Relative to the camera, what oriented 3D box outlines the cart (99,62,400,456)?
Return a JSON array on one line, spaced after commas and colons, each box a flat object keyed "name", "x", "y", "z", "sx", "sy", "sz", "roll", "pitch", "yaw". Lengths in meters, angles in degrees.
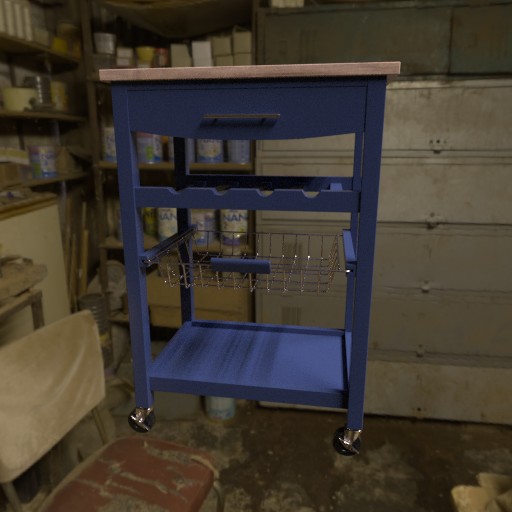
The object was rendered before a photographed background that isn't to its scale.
[{"name": "cart", "x": 0.000, "y": 0.000, "z": 1.125, "sx": 0.584, "sy": 0.839, "sz": 0.403, "roll": 2, "pitch": 15, "yaw": 9}]
